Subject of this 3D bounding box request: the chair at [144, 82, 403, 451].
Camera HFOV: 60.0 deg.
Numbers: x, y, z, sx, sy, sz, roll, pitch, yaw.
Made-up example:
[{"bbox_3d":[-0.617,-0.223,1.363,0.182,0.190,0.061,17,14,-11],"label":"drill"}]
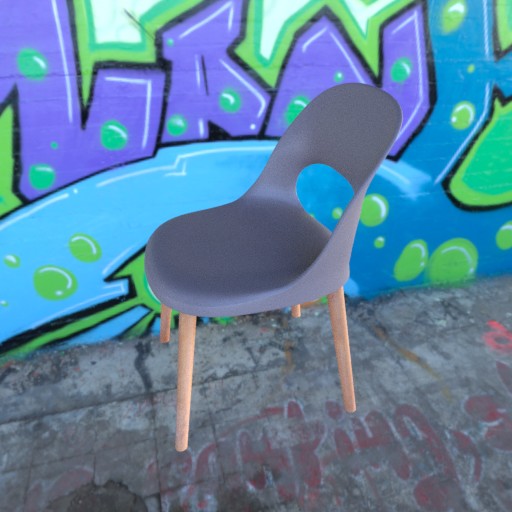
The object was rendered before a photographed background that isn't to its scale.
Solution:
[{"bbox_3d":[0.000,0.000,1.132,0.556,0.795,0.470,-8,32,-14],"label":"chair"}]
